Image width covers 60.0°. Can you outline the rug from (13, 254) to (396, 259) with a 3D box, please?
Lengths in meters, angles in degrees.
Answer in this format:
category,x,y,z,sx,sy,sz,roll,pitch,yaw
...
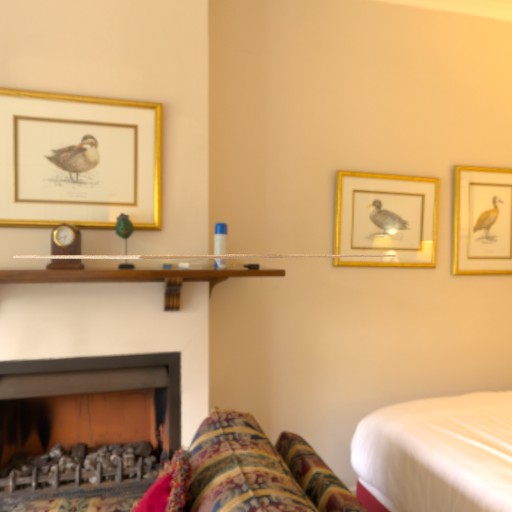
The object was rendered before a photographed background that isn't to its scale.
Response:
category,x,y,z,sx,sy,sz,roll,pitch,yaw
rug,0.000,0.000,2.607,0.857,0.018,2.383,0,0,36
